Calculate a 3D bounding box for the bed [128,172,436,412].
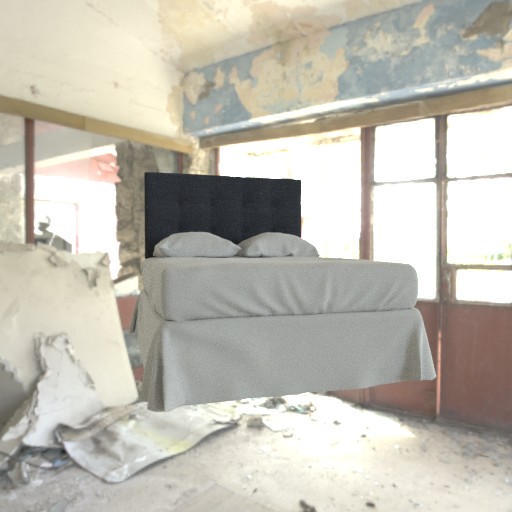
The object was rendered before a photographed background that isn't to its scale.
[{"bbox_3d":[0.000,0.000,3.566,1.936,1.577,2.222,0,1,-17],"label":"bed"}]
